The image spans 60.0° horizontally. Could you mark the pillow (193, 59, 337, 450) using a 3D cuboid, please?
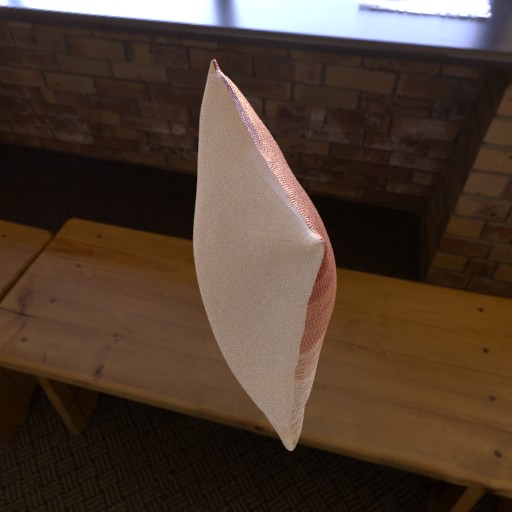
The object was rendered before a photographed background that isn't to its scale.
[{"bbox_3d":[0.000,0.000,0.680,0.182,0.441,0.440,-12,48,-11],"label":"pillow"}]
